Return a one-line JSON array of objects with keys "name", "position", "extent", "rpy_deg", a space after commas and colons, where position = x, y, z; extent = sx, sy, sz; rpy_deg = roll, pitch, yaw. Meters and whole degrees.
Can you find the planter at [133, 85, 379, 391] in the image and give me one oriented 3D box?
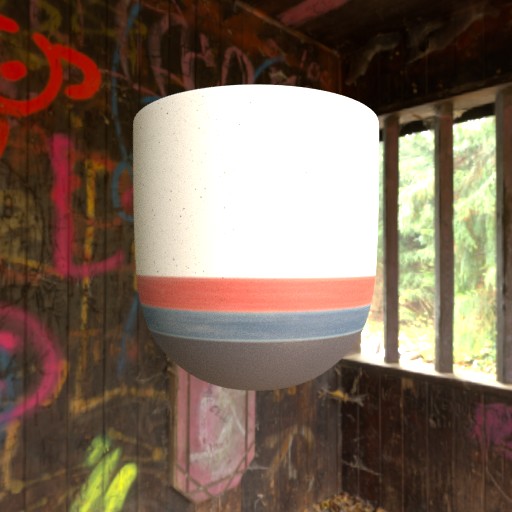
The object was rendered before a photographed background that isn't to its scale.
[{"name": "planter", "position": [0.000, 0.000, 0.380], "extent": [0.204, 0.214, 0.204], "rpy_deg": [0, -1, 0]}]
